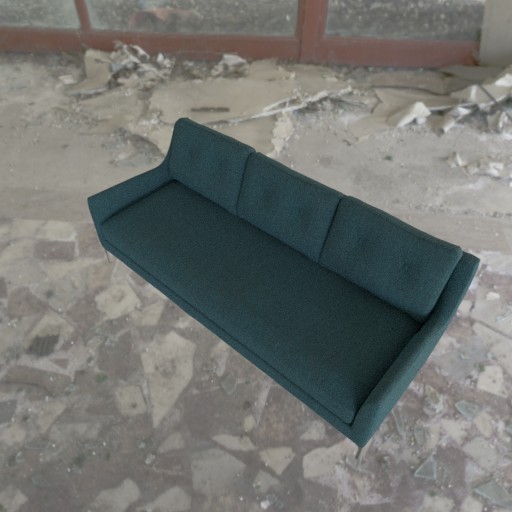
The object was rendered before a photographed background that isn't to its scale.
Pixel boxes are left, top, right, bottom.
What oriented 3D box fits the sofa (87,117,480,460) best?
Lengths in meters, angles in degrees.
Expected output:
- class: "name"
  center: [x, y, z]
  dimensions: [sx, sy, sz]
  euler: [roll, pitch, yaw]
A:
- class: "sofa"
  center: [0.000, 0.000, 2.525]
  dimensions: [2.060, 0.837, 0.849]
  euler: [32, 53, 28]
